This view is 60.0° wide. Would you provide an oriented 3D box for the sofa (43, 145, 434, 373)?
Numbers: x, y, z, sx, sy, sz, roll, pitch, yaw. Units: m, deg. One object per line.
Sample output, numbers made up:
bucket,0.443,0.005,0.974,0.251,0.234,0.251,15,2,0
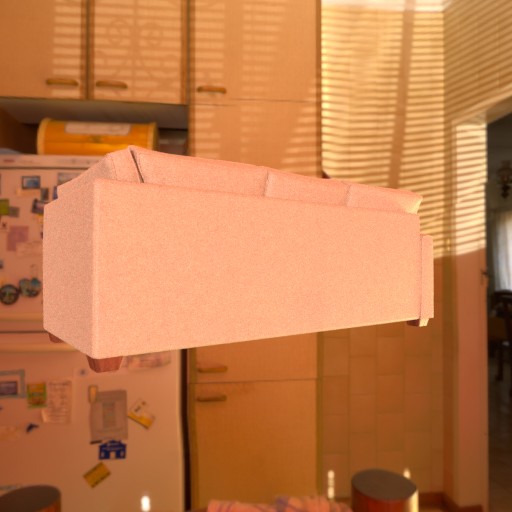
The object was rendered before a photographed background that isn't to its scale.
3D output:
sofa,0.000,0.000,2.812,2.317,0.962,1.061,1,-1,-37
